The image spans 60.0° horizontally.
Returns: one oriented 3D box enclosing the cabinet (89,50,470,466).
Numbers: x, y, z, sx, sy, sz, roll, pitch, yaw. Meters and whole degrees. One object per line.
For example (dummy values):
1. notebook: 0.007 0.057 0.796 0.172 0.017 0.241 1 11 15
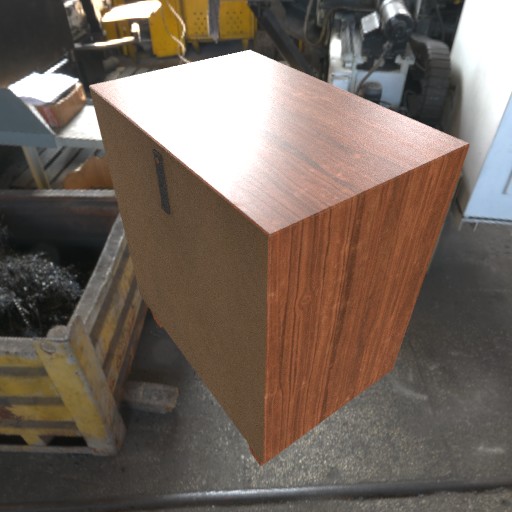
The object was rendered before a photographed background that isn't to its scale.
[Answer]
1. cabinet: 0.000 0.000 1.030 0.410 0.695 0.607 -25 47 -26
